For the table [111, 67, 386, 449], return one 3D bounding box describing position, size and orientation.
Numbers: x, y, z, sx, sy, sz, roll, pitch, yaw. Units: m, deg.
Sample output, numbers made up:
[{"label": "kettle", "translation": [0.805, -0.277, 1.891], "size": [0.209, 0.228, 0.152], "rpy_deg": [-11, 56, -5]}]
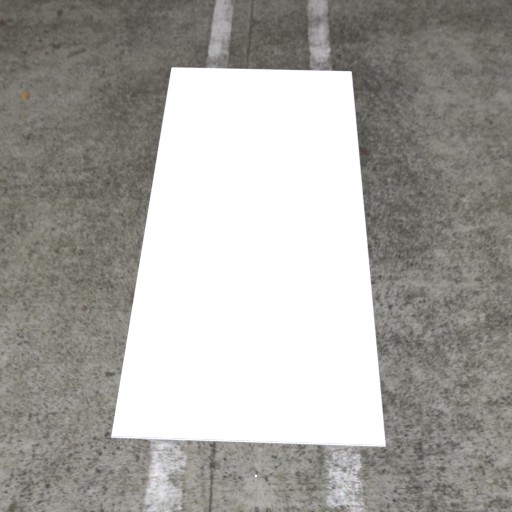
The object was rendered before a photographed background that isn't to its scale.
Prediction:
[{"label": "table", "translation": [0.000, 0.000, 1.338], "size": [0.559, 0.457, 1.067], "rpy_deg": [2, 64, 1]}]
